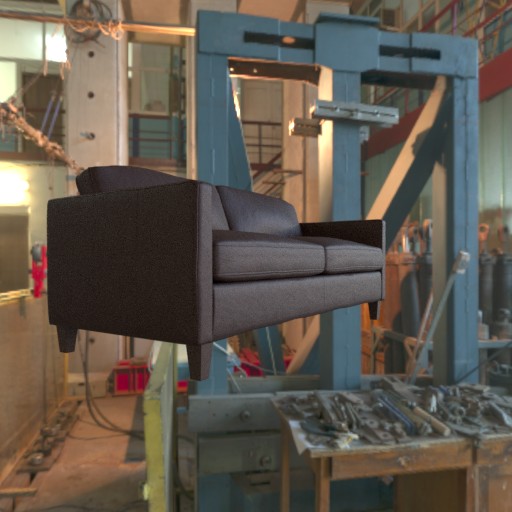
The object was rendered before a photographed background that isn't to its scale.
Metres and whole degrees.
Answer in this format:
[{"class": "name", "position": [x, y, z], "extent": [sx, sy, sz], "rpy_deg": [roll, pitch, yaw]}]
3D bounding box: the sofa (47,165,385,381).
[{"class": "sofa", "position": [0.000, 0.000, 2.498], "extent": [0.923, 0.863, 1.971], "rpy_deg": [0, 0, 34]}]
